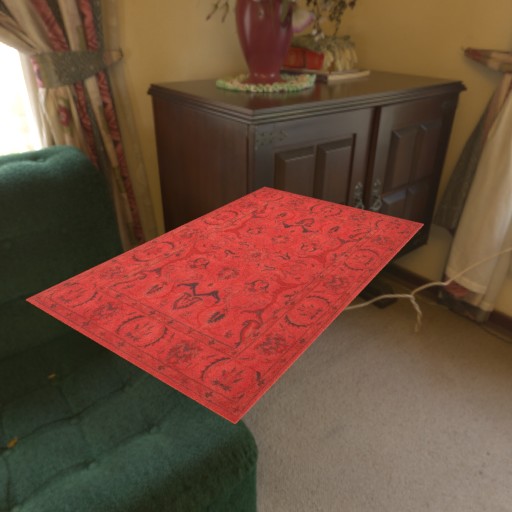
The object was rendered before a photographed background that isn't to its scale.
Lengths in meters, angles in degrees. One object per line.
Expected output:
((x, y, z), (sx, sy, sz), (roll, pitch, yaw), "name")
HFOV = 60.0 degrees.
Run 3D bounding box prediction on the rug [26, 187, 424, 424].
((0.000, 0.000, 3.034), (1.534, 0.010, 2.423), (19, 33, 31), "rug")
